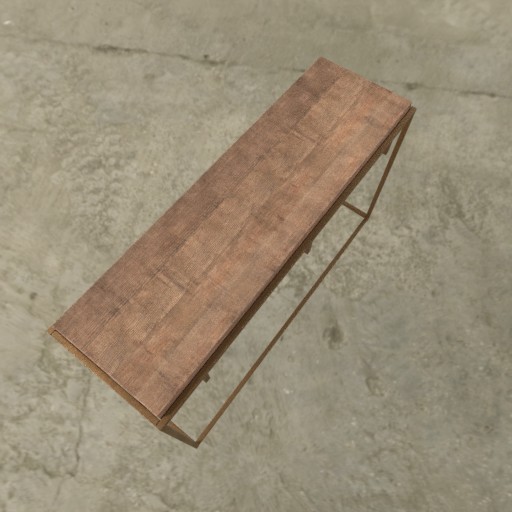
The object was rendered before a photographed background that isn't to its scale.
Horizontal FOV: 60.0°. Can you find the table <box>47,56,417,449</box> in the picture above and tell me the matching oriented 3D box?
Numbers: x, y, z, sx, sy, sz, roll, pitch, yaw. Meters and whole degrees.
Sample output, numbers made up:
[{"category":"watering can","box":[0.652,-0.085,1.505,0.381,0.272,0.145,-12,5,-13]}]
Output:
[{"category":"table","box":[0.000,0.000,1.785,0.440,0.820,1.400,34,68,16]}]
